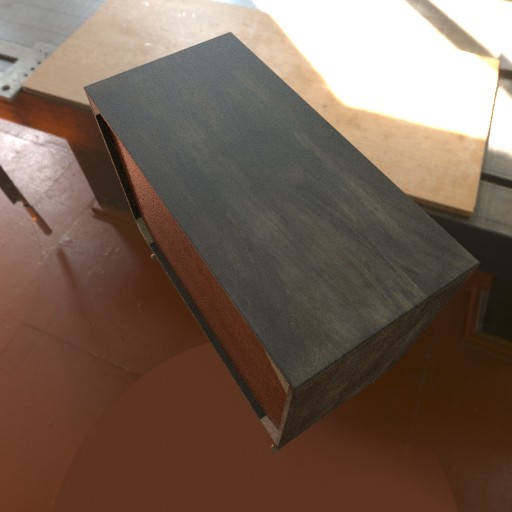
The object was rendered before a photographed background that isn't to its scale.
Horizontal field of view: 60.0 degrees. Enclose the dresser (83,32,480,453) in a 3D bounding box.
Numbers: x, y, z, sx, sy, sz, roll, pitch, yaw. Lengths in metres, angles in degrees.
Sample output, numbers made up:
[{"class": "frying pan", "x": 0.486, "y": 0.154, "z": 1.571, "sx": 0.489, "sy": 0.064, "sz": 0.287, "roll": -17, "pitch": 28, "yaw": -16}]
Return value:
[{"class": "dresser", "x": 0.000, "y": 0.000, "z": 1.339, "sx": 0.453, "sy": 0.801, "sz": 0.923, "roll": -29, "pitch": 63, "yaw": -17}]
